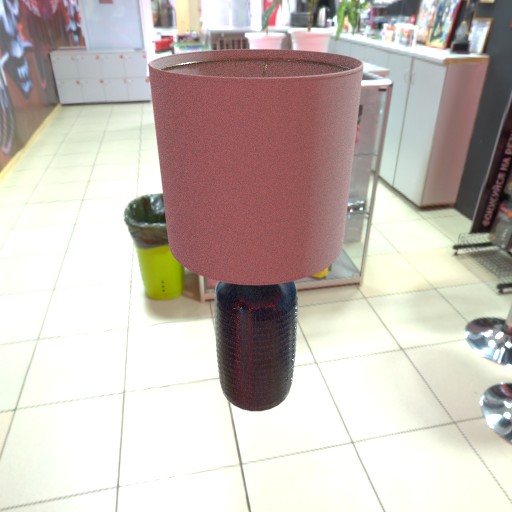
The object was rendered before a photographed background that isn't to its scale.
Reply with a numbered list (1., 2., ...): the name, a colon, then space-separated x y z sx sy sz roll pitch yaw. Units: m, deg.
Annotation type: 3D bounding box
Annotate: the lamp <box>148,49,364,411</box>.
1. lamp: 0.000 0.000 0.584 0.220 0.475 0.220 11 32 18
